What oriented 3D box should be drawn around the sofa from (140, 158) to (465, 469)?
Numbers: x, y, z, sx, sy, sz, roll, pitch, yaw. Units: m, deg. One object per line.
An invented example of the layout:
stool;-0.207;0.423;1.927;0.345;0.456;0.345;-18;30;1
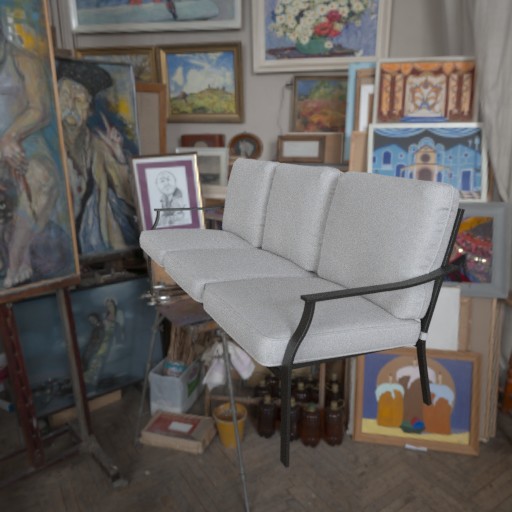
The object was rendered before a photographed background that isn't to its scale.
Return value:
sofa;0.000;0.000;2.156;0.787;0.860;1.740;-8;17;-26
